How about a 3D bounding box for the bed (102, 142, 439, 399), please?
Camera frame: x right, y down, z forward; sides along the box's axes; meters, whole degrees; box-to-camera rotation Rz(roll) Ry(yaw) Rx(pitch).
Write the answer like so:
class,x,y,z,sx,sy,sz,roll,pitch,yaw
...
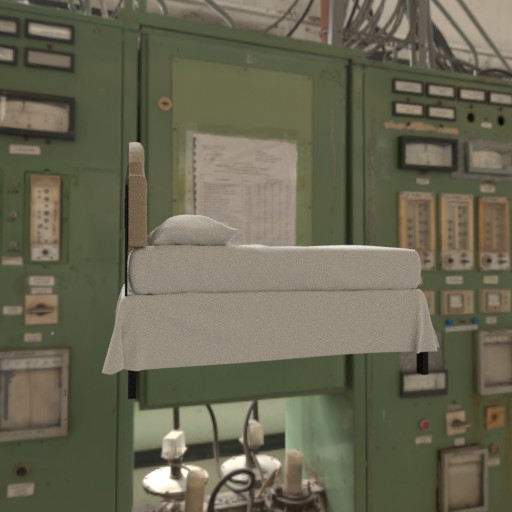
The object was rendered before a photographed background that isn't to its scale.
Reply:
class,x,y,z,sx,sy,sz,roll,pitch,yaw
bed,0.000,0.000,3.526,2.222,1.634,1.780,0,-1,-16
